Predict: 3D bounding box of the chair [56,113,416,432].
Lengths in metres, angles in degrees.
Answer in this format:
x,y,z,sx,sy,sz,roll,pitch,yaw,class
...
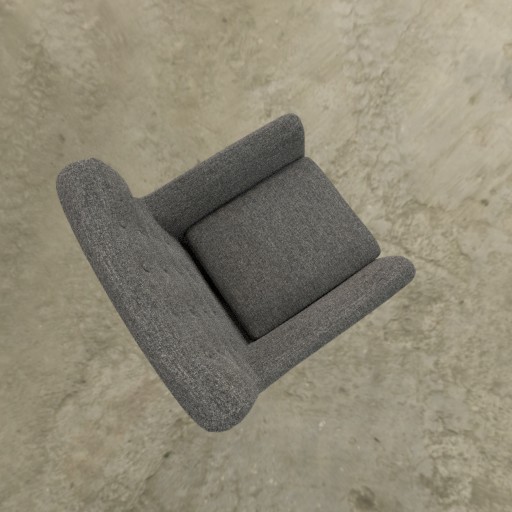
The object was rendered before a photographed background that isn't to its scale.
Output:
x,y,z,sx,sy,sz,roll,pitch,yaw,class
0.000,0.000,1.740,0.940,1.039,0.889,-33,78,-8,chair
